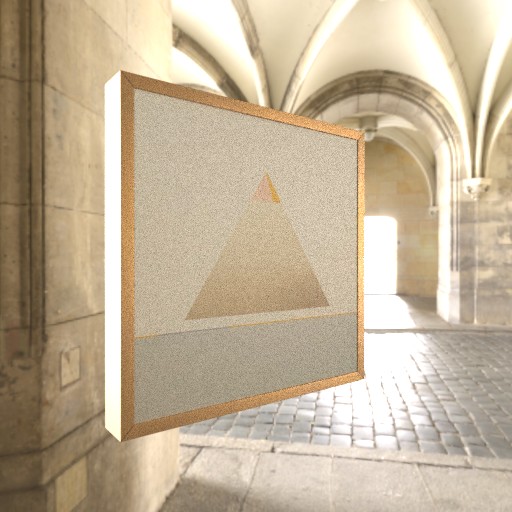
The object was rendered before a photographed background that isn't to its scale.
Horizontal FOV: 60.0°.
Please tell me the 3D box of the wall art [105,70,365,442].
[{"bbox_3d":[0.000,0.000,0.468,0.305,0.303,0.038,0,0,-37],"label":"wall art"}]
